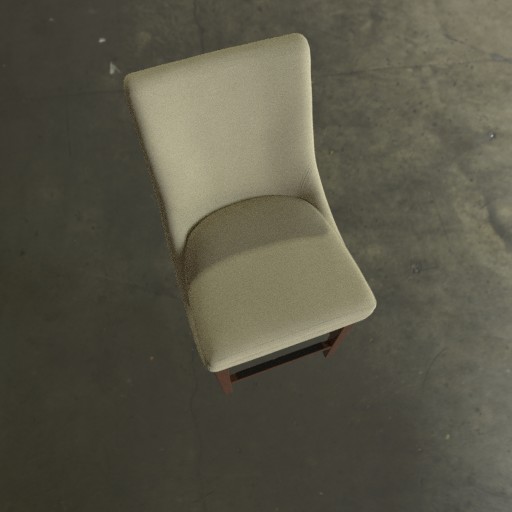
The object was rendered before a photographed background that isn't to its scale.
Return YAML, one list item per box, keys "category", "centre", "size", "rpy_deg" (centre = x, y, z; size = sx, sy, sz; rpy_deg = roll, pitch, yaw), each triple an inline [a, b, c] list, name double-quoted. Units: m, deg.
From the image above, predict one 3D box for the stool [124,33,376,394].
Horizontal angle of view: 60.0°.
- category: "stool"
  centre: [0.000, 0.000, 1.280]
  size: [0.470, 0.981, 0.577]
  rpy_deg: [-18, 65, -9]
